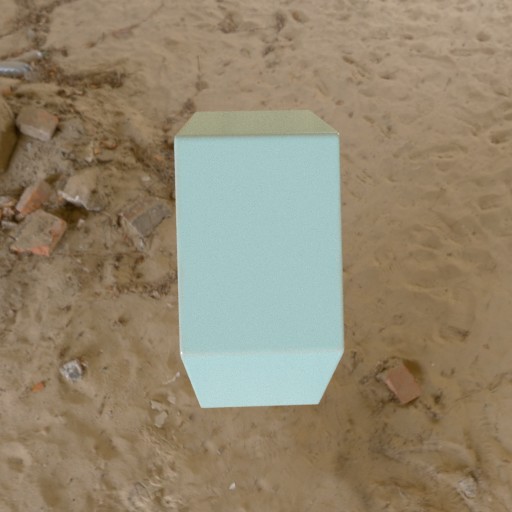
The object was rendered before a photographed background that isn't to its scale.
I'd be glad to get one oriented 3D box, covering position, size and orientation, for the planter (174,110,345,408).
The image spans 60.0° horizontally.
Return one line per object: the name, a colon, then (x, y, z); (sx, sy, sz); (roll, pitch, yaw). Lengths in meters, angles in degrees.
planter: (0.000, 0.000, 0.291); (0.078, 0.207, 0.169); (-2, 57, -1)
